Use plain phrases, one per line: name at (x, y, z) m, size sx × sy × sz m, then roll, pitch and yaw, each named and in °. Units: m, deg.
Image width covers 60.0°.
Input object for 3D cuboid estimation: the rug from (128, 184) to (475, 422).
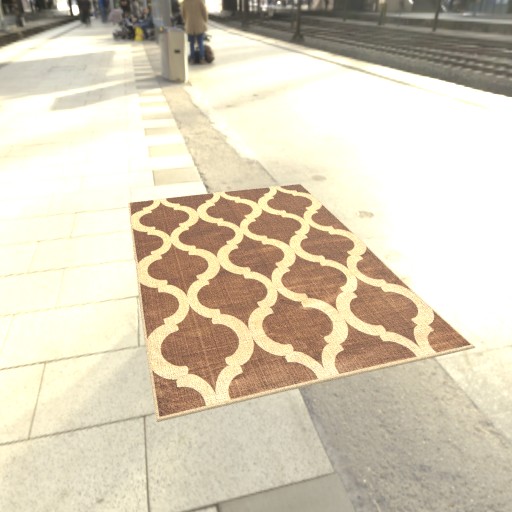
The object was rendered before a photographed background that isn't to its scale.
rug at (0.000, 0.000, 2.889) m, size 1.526 × 0.014 × 2.290 m, roll -9°, pitch 31°, yaw -14°
